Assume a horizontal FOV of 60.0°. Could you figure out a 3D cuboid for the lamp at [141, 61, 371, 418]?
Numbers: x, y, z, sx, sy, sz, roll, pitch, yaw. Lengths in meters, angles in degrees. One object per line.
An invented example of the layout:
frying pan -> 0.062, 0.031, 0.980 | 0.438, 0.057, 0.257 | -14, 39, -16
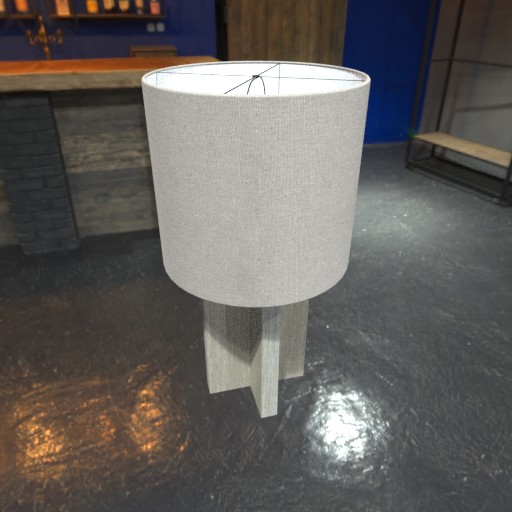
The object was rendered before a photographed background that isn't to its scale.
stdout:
lamp -> 0.000, 0.000, 0.559 | 0.229, 0.428, 0.229 | -7, 31, -13
